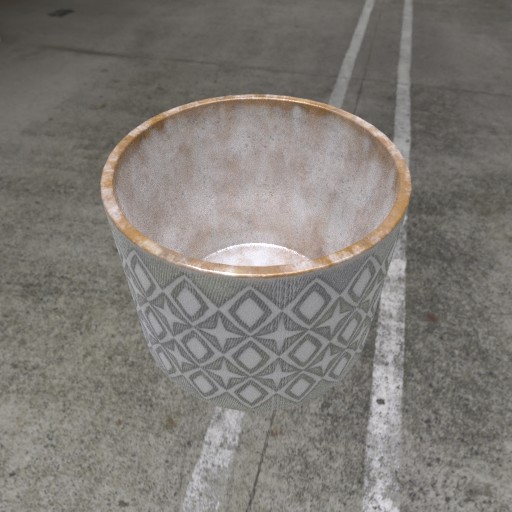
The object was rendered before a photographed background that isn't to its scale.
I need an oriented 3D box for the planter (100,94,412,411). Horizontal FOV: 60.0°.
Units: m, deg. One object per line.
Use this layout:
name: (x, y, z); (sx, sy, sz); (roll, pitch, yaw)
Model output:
planter: (0.000, 0.000, 0.451); (0.255, 0.223, 0.255); (0, 46, 0)
